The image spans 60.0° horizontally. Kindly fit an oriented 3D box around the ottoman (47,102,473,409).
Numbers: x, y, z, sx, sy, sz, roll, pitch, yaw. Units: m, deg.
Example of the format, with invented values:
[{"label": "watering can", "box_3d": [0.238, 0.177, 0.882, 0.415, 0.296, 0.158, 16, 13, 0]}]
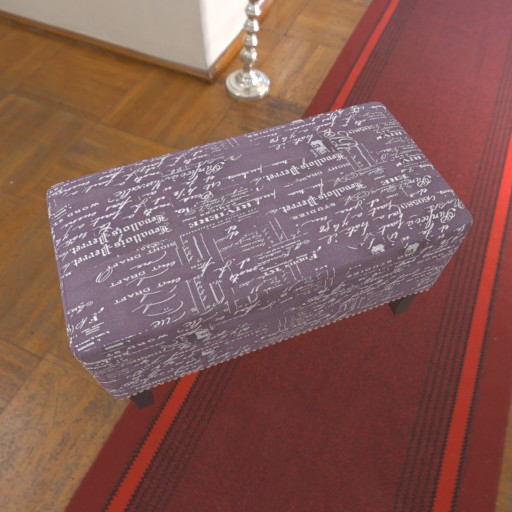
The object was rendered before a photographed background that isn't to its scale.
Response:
[{"label": "ottoman", "box_3d": [0.000, 0.000, 1.072, 0.813, 0.457, 0.406, -18, 59, -11]}]
